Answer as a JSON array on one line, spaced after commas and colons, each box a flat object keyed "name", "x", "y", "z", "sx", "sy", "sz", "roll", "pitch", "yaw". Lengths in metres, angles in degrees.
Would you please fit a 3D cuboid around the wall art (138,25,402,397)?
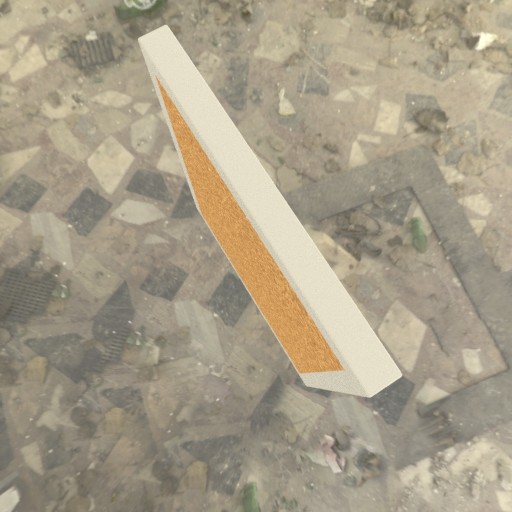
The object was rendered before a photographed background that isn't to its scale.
[{"name": "wall art", "x": 0.000, "y": 0.000, "z": 0.513, "sx": 0.028, "sy": 0.381, "sz": 0.331, "roll": -30, "pitch": 77, "yaw": -8}]
